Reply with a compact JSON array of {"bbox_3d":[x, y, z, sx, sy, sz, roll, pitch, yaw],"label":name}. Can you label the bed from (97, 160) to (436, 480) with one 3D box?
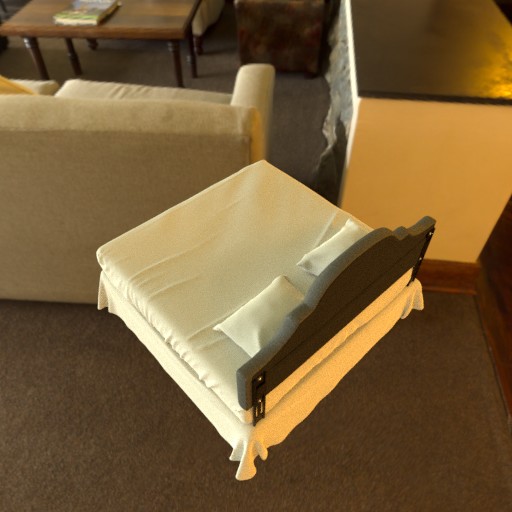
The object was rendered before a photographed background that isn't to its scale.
[{"bbox_3d":[0.000,0.000,3.723,2.303,1.631,2.222,-34,55,-28],"label":"bed"}]
